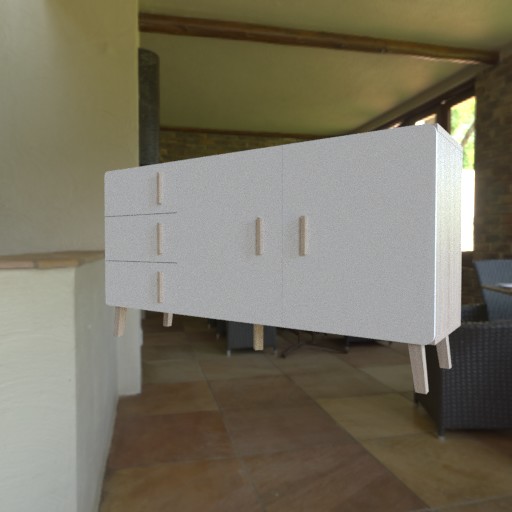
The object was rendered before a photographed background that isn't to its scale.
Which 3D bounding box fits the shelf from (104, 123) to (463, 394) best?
[{"bbox_3d":[0.000,0.000,1.827,1.490,0.780,0.400,1,2,35],"label":"shelf"}]
